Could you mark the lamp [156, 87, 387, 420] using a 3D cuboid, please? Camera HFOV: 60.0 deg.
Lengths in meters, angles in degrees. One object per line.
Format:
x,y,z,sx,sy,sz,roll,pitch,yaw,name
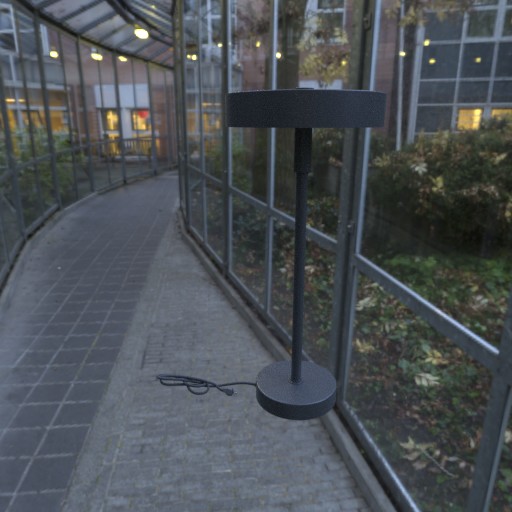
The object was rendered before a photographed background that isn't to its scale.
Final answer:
0.000,0.000,0.718,0.369,0.508,0.229,2,17,7,lamp
